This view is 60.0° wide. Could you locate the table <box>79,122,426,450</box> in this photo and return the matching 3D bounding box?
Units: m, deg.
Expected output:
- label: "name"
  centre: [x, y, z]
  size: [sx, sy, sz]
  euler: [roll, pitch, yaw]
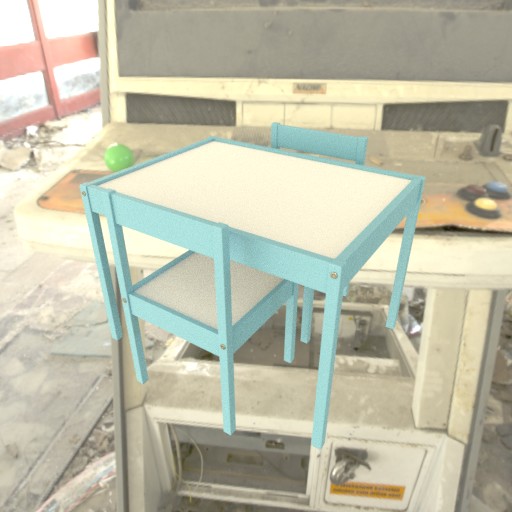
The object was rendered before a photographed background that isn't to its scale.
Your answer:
- label: "table"
  centre: [0.000, 0.000, 1.123]
  size: [0.639, 0.503, 0.633]
  euler: [19, 35, 28]
